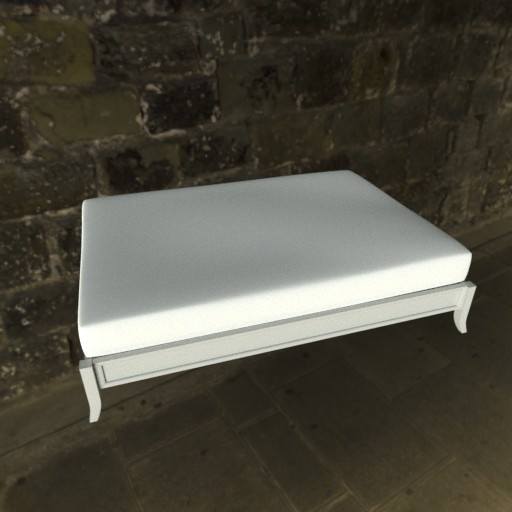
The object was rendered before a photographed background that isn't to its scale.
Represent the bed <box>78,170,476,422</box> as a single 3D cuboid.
[{"bbox_3d":[0.000,0.000,2.661,1.985,0.510,1.460,-9,32,-15],"label":"bed"}]
